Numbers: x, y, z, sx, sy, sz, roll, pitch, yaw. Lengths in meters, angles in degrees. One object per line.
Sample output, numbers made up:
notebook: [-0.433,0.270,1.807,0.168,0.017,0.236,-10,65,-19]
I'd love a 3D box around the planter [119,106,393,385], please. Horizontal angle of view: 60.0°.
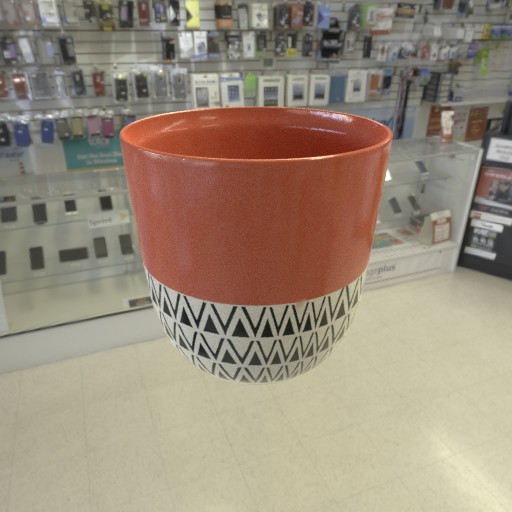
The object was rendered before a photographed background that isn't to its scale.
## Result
planter: [0.000,0.000,0.375,0.195,0.214,0.195,0,27,0]
